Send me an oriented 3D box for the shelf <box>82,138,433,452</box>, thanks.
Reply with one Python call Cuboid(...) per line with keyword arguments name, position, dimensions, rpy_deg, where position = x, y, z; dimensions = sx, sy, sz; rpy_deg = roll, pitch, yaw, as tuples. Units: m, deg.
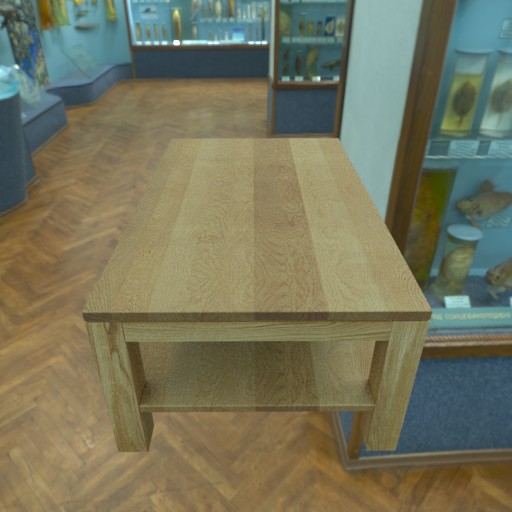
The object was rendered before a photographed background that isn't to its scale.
Cuboid(name="shelf", position=(0.000, 0.000, 1.490), dimensions=(0.700, 0.450, 1.150), rpy_deg=(0, 32, 0))
